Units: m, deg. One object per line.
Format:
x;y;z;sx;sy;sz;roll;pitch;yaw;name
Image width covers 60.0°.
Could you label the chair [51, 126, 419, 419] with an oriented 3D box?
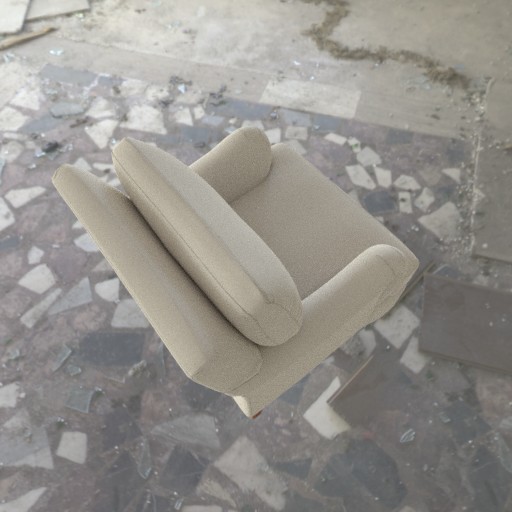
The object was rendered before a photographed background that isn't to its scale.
0.000;0.000;1.838;1.070;1.038;0.955;-33;63;-20;chair
